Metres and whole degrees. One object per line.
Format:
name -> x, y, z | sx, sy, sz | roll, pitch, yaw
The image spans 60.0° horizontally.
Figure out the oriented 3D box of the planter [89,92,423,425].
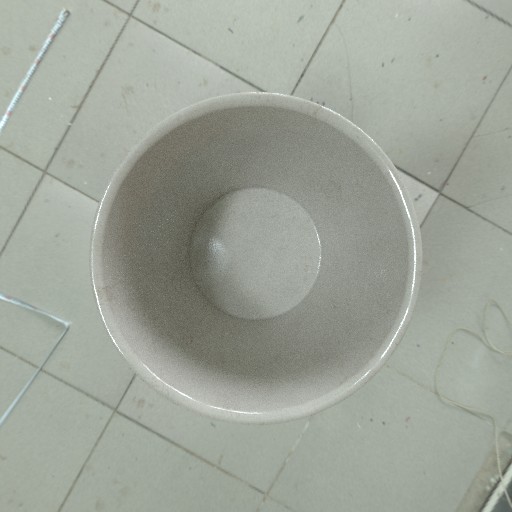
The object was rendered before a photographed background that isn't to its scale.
planter -> 0.000, 0.000, 0.454 | 0.260, 0.220, 0.260 | 0, 92, 0
